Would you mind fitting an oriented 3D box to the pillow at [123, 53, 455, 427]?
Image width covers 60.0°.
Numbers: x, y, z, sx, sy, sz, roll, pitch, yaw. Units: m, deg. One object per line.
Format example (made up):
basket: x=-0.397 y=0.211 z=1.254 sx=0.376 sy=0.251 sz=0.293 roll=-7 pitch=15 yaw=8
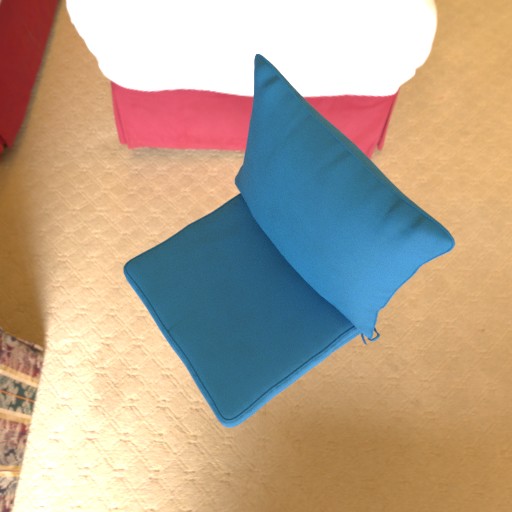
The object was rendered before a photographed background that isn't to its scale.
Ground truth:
pillow: x=0.000 y=0.000 z=1.377 sx=0.733 sy=0.725 sz=0.798 roll=-33 pitch=69 yaw=-15
